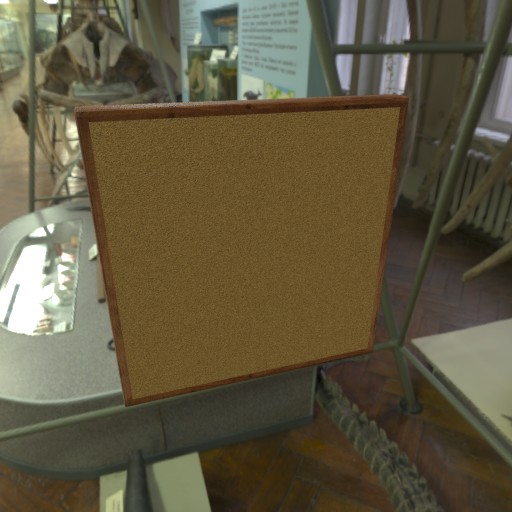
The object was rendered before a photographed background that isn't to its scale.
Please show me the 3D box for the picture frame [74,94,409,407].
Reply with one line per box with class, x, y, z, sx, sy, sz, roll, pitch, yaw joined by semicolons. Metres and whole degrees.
picture frame;0.000;0.000;0.536;0.352;0.356;0.028;-8;27;-16
